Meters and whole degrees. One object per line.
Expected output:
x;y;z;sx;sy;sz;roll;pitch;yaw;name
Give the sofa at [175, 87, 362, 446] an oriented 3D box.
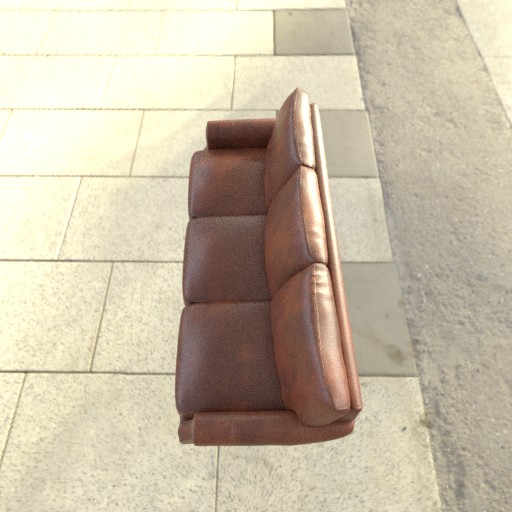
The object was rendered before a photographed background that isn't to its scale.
0.000;0.000;2.916;0.973;0.977;2.351;-1;58;-1;sofa
